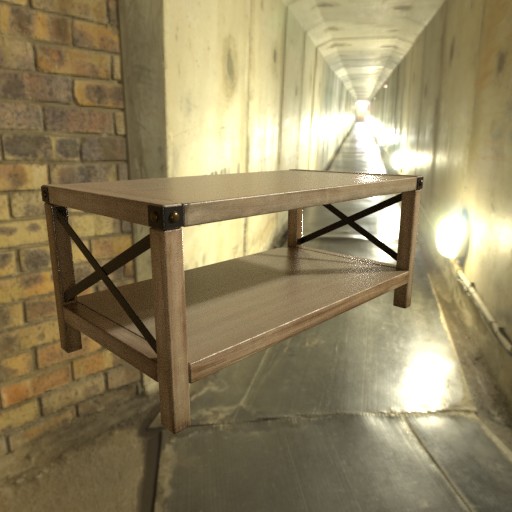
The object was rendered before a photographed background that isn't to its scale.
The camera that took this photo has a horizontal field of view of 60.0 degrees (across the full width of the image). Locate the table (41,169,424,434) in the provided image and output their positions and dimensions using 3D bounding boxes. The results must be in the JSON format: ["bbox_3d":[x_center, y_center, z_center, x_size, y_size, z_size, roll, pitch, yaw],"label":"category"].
[{"bbox_3d":[0.000,0.000,1.337,0.559,0.456,1.016,14,20,43],"label":"table"}]
